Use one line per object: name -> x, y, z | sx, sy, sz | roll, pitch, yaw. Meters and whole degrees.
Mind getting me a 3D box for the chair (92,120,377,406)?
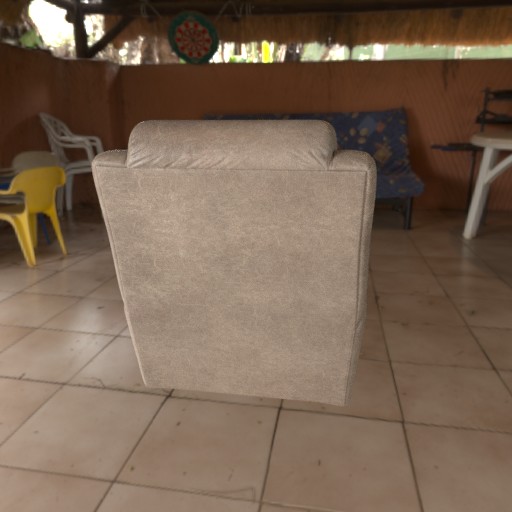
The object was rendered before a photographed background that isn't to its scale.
chair -> 0.000, 0.000, 1.917 | 0.967, 1.116, 1.068 | 3, 17, 9
